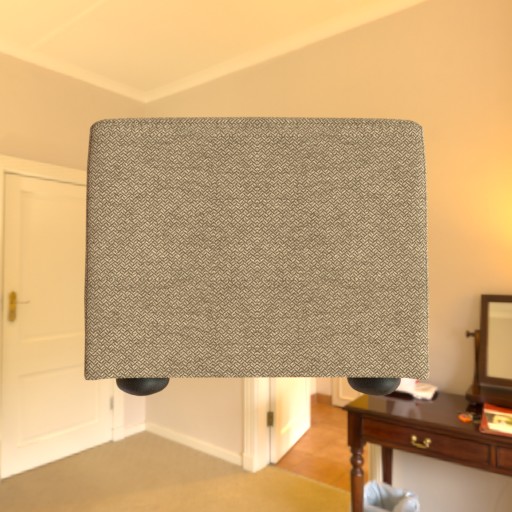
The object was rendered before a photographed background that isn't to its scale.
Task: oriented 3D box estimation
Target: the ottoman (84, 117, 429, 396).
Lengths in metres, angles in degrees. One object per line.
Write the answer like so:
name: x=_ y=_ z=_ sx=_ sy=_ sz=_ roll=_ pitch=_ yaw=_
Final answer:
ottoman: x=0.000 y=0.000 z=0.902 sx=0.519 sy=0.453 sz=0.512 roll=0 pitch=-2 yaw=0
